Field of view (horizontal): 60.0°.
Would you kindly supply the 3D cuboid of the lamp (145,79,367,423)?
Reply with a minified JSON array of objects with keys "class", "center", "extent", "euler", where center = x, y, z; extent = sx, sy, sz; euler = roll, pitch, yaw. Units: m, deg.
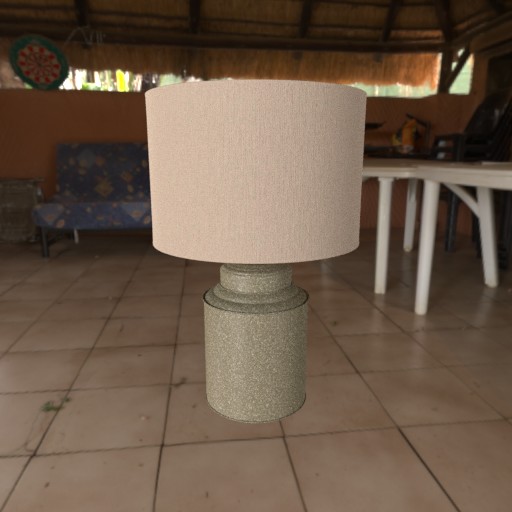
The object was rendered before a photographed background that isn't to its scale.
[{"class":"lamp","center":[0.000,0.000,0.707],"extent":[0.318,0.486,0.318],"euler":[0,13,0]}]
